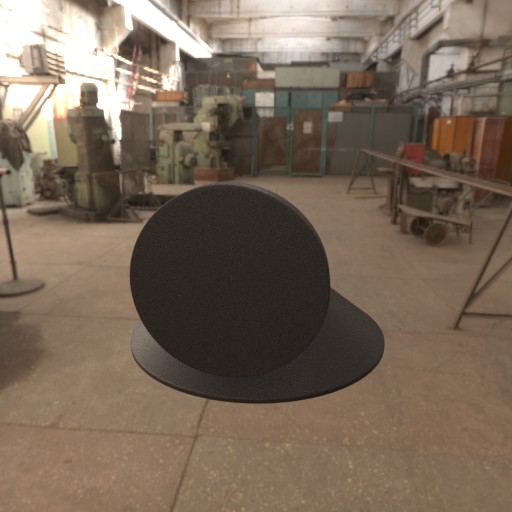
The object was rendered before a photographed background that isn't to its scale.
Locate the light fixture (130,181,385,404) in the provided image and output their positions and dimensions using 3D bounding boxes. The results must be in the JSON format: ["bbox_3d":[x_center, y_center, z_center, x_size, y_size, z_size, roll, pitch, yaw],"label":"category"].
[{"bbox_3d":[0.000,0.000,0.665,0.396,0.265,0.434,2,16,8],"label":"light fixture"}]
